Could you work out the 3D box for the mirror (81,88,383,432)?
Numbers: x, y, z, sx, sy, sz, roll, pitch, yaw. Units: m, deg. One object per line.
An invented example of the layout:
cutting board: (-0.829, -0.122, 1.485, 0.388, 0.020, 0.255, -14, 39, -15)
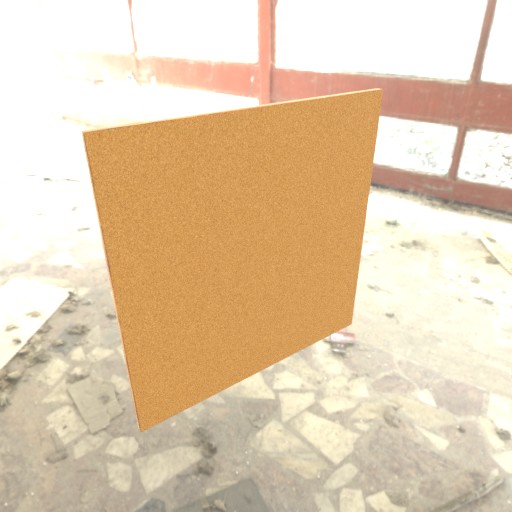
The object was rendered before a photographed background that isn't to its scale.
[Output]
mirror: (0.000, 0.000, 1.221, 0.804, 0.804, 0.061, -19, 35, -30)
